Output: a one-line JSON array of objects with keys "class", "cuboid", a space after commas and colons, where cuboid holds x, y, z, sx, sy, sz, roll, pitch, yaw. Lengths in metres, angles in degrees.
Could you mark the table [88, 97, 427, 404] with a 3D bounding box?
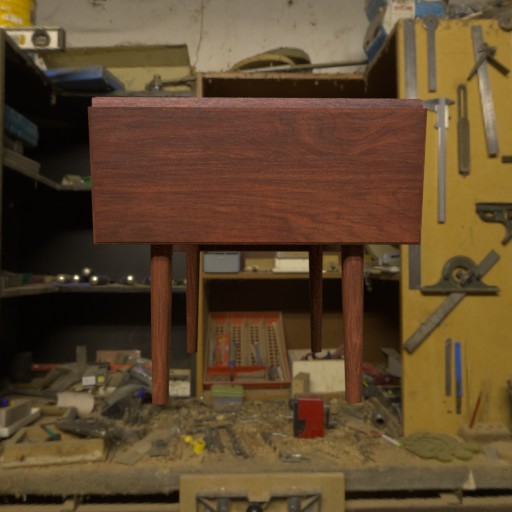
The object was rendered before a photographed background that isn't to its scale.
[{"class": "table", "cuboid": [0.000, 0.000, 1.472, 0.812, 0.763, 0.843, 0, -1, -1]}]
